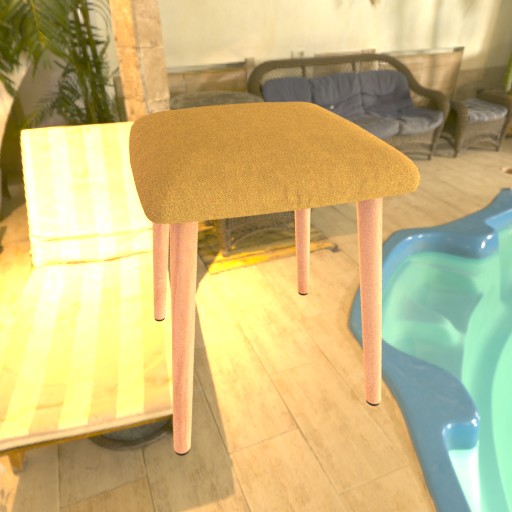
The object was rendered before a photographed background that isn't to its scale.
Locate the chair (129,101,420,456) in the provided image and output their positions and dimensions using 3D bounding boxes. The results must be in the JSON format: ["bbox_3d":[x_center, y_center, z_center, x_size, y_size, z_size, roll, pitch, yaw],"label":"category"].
[{"bbox_3d":[0.000,0.000,0.722,0.350,0.440,0.350,-9,33,-14],"label":"chair"}]
